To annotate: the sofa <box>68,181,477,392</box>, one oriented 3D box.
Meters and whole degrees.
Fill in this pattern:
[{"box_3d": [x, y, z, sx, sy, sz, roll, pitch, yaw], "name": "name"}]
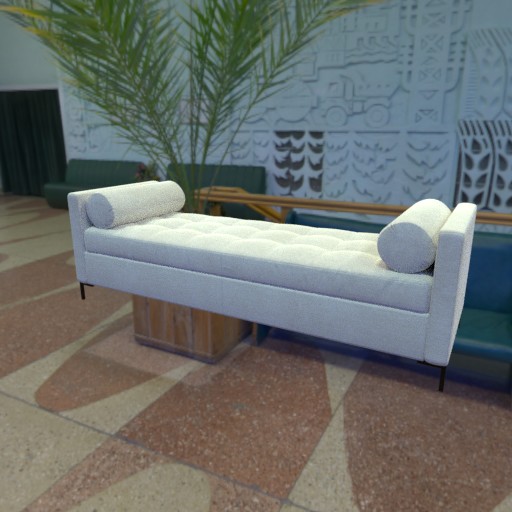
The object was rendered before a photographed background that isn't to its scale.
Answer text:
[{"box_3d": [0.000, 0.000, 2.316, 1.981, 0.635, 0.686, 9, 18, 28], "name": "sofa"}]
